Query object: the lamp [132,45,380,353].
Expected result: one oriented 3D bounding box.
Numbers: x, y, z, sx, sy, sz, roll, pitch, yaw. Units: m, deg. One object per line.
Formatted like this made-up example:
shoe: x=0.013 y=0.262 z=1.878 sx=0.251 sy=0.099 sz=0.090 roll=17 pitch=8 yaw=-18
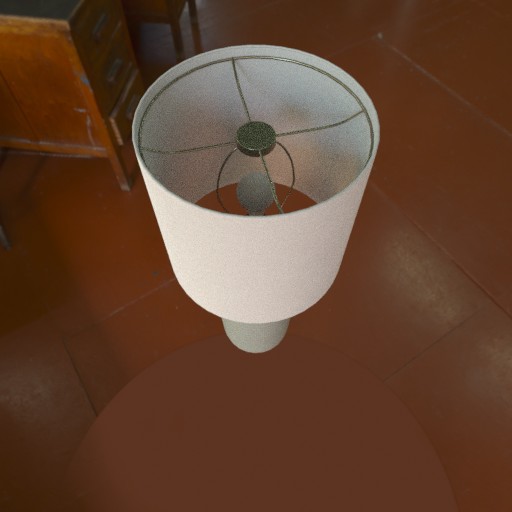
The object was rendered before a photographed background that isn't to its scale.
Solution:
lamp: x=0.000 y=0.000 z=0.601 sx=0.220 sy=0.475 sz=0.220 roll=1 pitch=59 yaw=0
